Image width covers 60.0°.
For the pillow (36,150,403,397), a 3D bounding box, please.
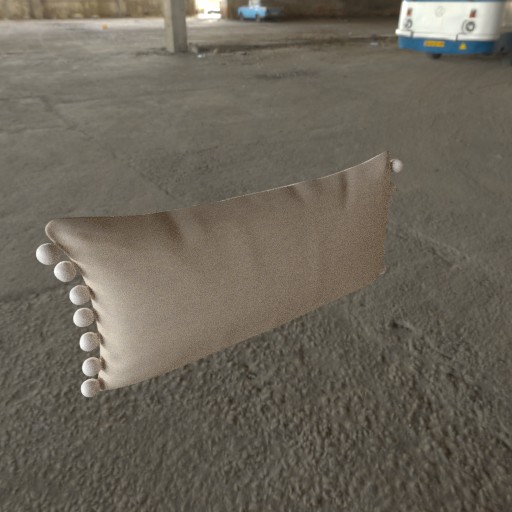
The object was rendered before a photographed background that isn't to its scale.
[{"bbox_3d":[0.000,0.000,0.822,0.709,0.322,0.201,-18,35,-28],"label":"pillow"}]
